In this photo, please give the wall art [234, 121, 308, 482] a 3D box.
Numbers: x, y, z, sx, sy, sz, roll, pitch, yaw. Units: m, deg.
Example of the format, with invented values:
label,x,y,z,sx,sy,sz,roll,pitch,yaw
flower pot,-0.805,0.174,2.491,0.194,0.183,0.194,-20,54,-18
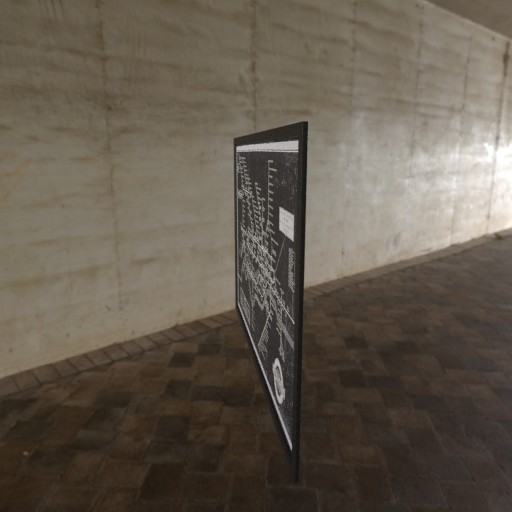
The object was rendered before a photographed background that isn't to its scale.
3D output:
label,x,y,z,sx,sy,sz,roll,pitch,yaw
wall art,0.000,0.000,1.516,0.013,0.811,1.192,-2,14,-9
